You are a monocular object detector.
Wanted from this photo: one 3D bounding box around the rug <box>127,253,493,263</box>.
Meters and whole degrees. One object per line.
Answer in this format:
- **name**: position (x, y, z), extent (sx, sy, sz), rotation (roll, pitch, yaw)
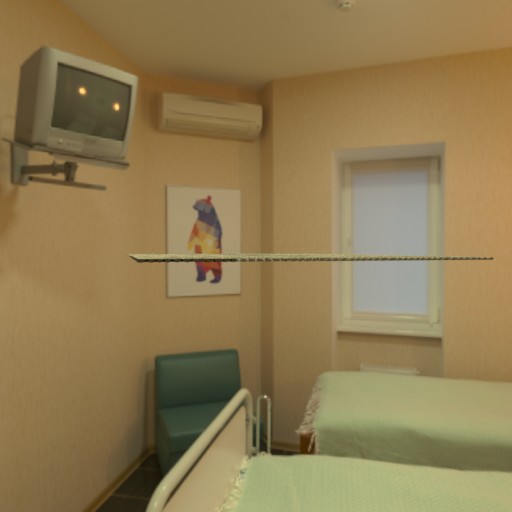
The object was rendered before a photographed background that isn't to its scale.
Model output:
- **rug**: position (0.000, 0.000, 2.921), extent (1.600, 0.013, 2.312), rotation (0, 1, -17)
